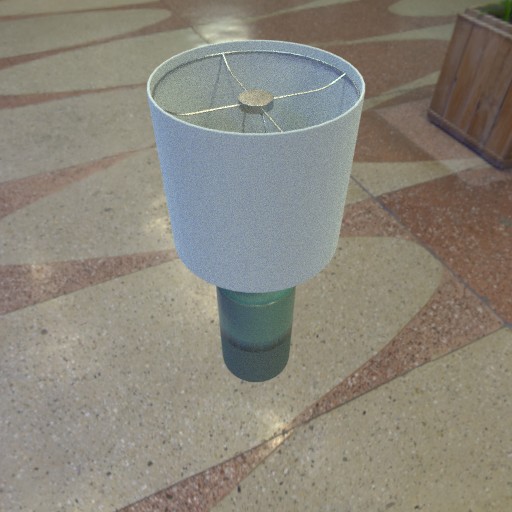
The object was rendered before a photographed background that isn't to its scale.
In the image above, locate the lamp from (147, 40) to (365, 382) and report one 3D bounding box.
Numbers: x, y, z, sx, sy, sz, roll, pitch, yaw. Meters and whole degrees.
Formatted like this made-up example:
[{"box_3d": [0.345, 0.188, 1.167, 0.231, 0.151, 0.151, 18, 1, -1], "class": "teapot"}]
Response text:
[{"box_3d": [0.000, 0.000, 0.610, 0.212, 0.493, 0.212, -16, 47, -15], "class": "lamp"}]
